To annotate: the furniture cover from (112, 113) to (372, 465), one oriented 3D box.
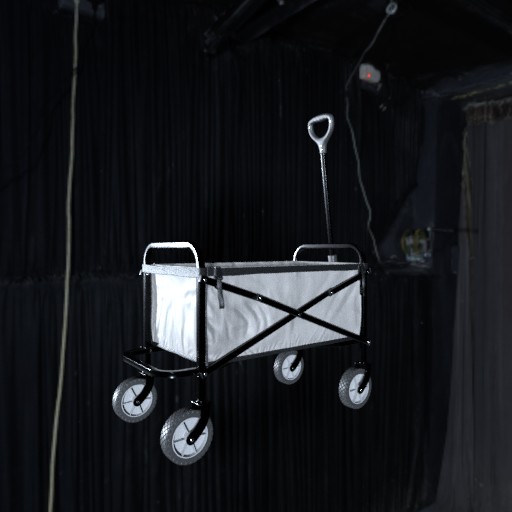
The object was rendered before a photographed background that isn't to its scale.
[{"bbox_3d":[0.000,0.000,1.830,1.038,1.295,0.532,-1,1,-37],"label":"furniture cover"}]
